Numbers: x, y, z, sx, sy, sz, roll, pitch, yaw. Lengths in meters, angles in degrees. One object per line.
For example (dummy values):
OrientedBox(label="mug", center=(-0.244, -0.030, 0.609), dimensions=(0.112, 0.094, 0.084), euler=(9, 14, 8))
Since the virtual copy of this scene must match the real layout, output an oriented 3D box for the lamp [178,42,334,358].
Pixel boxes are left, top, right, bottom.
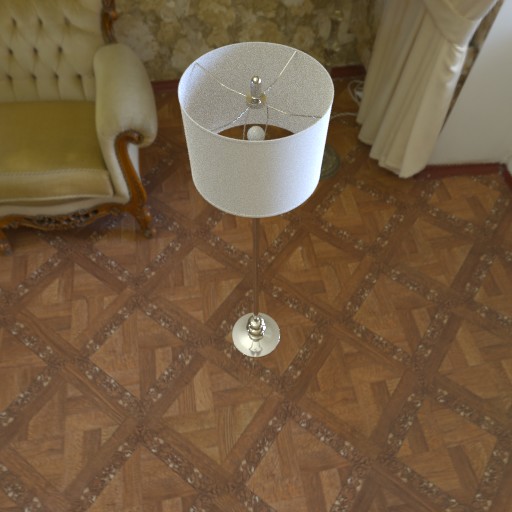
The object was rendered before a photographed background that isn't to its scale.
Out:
OrientedBox(label="lamp", center=(0.000, 0.000, 1.620), dimensions=(0.356, 1.487, 0.356), euler=(30, 62, 18))
